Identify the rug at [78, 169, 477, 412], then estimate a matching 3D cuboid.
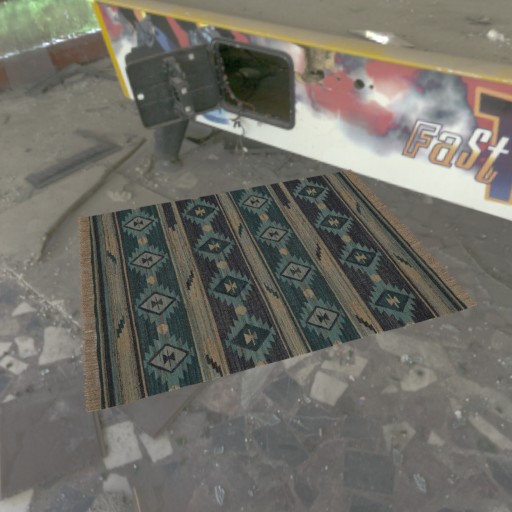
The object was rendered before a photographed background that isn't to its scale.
[{"bbox_3d":[0.000,0.000,4.328,3.307,0.047,2.418,-12,43,-13],"label":"rug"}]
